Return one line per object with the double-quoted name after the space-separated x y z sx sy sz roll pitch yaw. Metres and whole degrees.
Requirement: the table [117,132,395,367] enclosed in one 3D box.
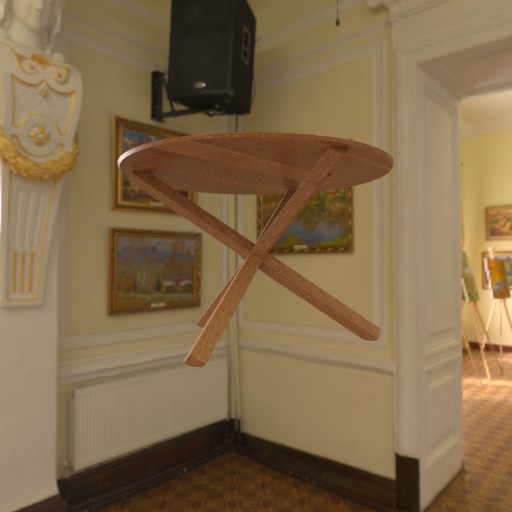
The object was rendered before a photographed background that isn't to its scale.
0.000 0.000 1.734 1.038 0.666 1.038 0 -1 0 "table"
